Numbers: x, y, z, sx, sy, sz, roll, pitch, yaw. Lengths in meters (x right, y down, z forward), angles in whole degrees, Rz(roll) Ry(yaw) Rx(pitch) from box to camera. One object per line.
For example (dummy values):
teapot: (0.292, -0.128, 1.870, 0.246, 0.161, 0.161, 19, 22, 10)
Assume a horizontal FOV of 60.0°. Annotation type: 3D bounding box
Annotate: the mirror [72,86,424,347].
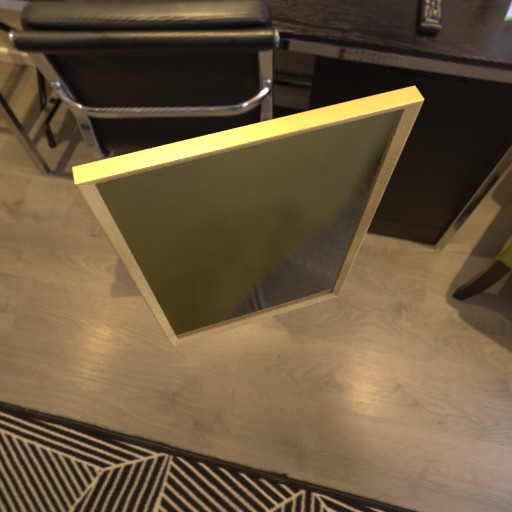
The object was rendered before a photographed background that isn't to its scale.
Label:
mirror: (0.000, 0.000, 1.152, 0.609, 0.915, 0.041, -16, 64, -8)
